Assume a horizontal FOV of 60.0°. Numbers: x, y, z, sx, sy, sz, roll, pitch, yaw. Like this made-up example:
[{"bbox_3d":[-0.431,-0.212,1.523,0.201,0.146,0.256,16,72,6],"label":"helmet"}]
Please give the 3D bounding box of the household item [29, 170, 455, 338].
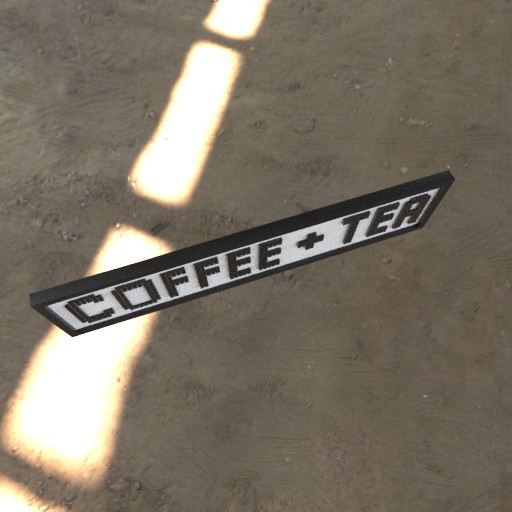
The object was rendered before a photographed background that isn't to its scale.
[{"bbox_3d":[0.000,0.000,1.104,1.001,0.236,0.030,-17,65,-8],"label":"household item"}]
